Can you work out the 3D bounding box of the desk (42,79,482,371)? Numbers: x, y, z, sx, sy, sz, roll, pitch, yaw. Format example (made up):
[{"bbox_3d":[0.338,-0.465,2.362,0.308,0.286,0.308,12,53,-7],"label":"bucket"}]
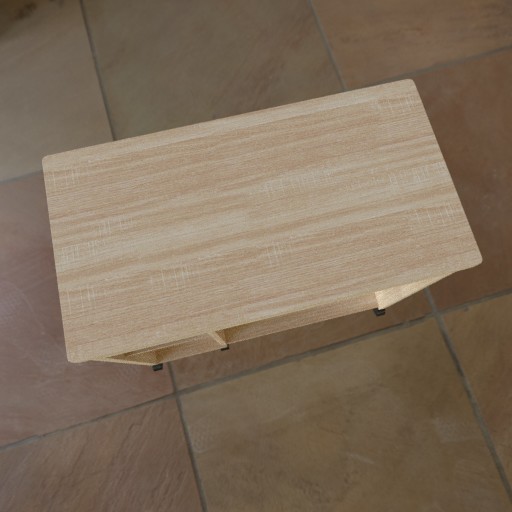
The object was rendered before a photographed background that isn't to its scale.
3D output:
[{"bbox_3d":[0.000,0.000,1.342,0.884,0.770,0.480,-13,75,-4],"label":"desk"}]
